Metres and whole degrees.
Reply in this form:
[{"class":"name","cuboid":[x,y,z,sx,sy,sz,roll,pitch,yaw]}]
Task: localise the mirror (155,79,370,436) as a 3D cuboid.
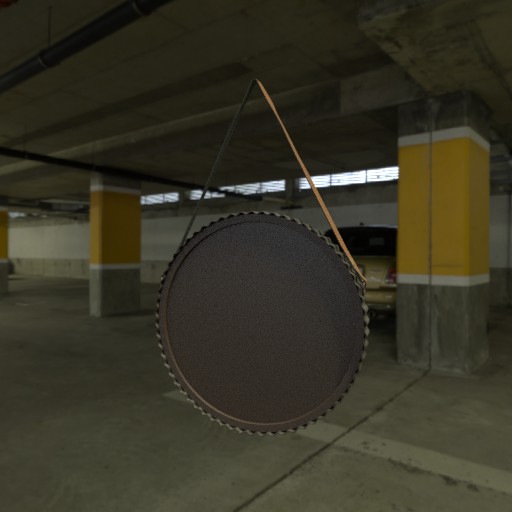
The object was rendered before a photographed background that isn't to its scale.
[{"class":"mirror","cuboid":[0.000,0.000,0.717,0.355,0.568,0.042,0,1,20]}]
